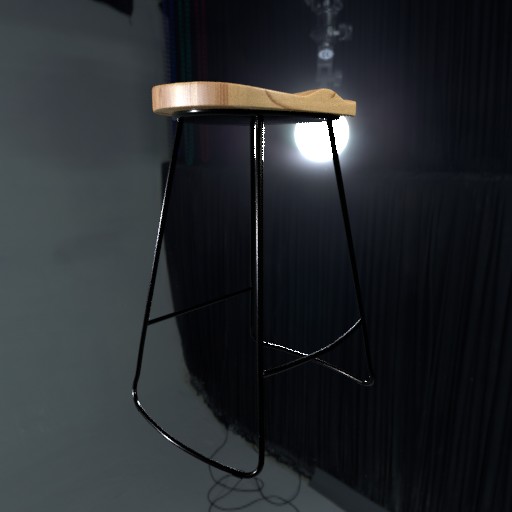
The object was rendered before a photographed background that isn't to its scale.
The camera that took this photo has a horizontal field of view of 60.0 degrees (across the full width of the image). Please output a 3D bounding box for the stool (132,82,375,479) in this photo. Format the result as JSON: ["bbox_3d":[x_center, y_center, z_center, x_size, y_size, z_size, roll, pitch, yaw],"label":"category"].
[{"bbox_3d":[0.000,0.000,0.959,0.401,0.679,0.480,12,18,41],"label":"stool"}]
